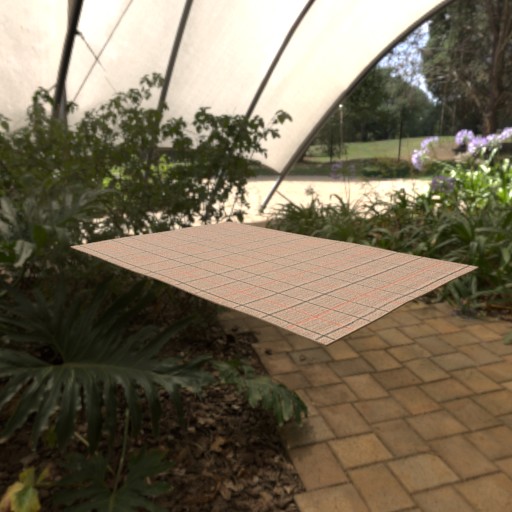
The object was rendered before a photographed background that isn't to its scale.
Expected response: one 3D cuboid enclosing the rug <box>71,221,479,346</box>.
[{"bbox_3d":[0.000,0.000,2.357,1.220,0.013,1.829,-14,20,-43],"label":"rug"}]
